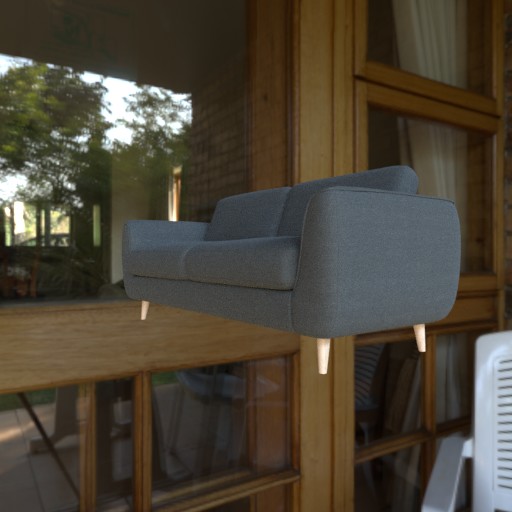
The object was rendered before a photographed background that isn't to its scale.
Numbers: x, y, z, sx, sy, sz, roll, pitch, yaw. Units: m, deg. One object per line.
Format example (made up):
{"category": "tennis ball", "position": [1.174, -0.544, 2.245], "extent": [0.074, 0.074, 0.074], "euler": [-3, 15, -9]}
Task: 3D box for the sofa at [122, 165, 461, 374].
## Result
{"category": "sofa", "position": [0.000, 0.000, 2.477], "extent": [0.920, 0.850, 2.000], "euler": [0, 0, -36]}
